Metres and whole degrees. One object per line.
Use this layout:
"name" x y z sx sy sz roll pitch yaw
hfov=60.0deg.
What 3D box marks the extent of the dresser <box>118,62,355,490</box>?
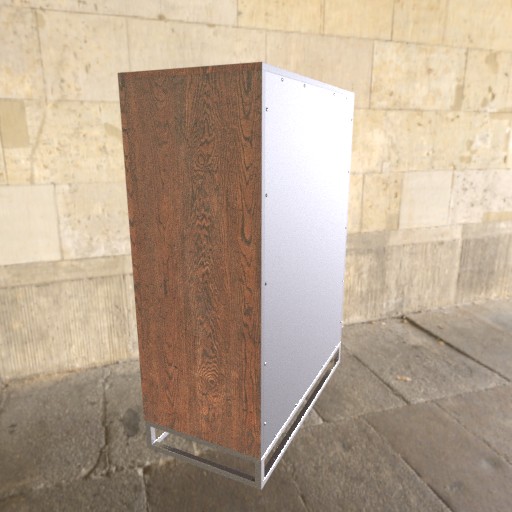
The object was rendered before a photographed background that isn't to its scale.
"dresser" 0.000 0.000 1.825 0.508 1.321 0.965 7 17 25
